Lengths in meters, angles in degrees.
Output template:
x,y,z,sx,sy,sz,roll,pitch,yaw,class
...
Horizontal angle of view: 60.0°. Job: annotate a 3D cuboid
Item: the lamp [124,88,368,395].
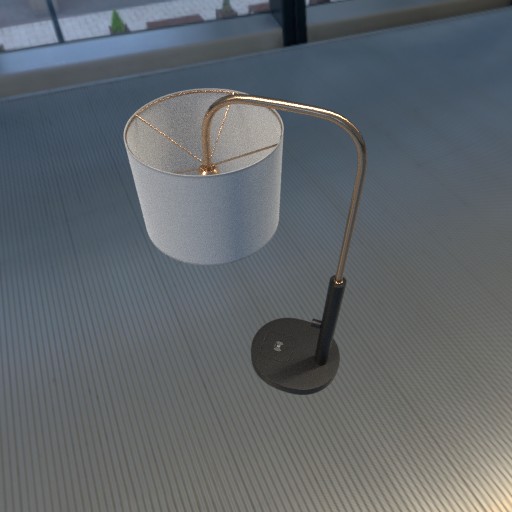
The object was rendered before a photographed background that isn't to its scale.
x,y,z,sx,sy,sz,roll,pitch,yaw,class
0.000,0.000,0.702,0.337,0.540,0.199,15,50,13,lamp
